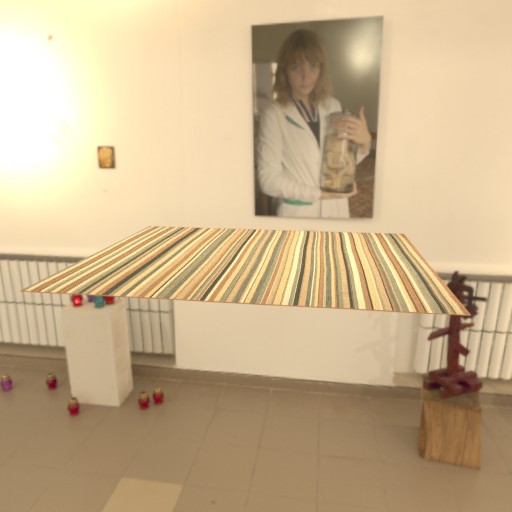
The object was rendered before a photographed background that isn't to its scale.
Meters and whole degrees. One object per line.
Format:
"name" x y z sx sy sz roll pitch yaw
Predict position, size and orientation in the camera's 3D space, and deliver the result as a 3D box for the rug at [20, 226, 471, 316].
"rug" 0.000 0.000 4.104 3.045 0.011 2.436 2 15 8
